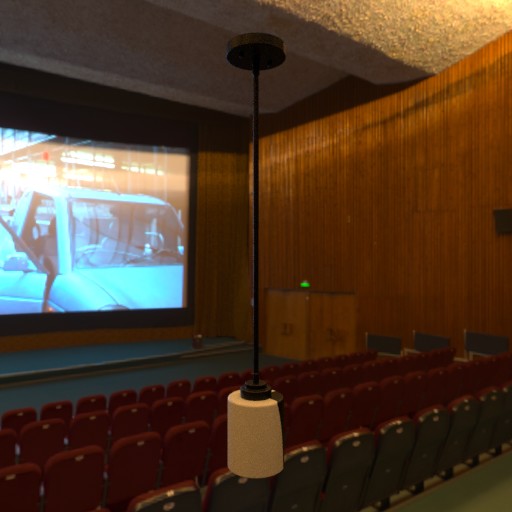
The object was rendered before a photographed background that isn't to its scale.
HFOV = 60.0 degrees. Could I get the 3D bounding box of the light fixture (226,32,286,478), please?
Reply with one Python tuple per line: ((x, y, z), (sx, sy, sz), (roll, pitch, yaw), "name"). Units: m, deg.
((0.000, 0.000, 0.917), (0.123, 0.863, 0.123), (0, 0, -36), "light fixture")
